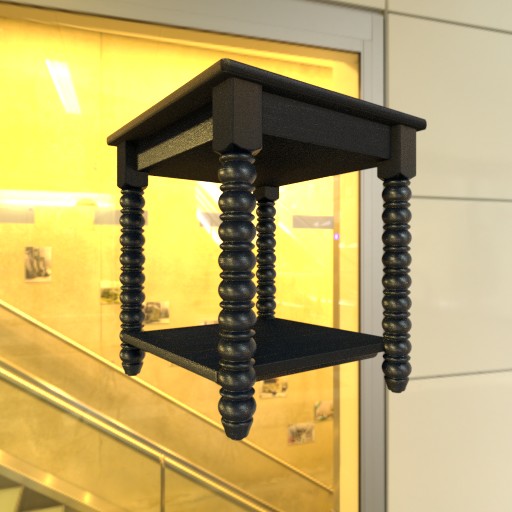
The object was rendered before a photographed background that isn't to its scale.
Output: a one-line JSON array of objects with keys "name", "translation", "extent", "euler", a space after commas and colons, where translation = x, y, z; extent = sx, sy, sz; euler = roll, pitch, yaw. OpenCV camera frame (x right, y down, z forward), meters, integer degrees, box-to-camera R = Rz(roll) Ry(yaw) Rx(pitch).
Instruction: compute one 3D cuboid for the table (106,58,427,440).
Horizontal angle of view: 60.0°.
[{"name": "table", "translation": [0.000, 0.000, 0.989], "extent": [0.500, 0.567, 0.533], "euler": [0, 0, -36]}]
